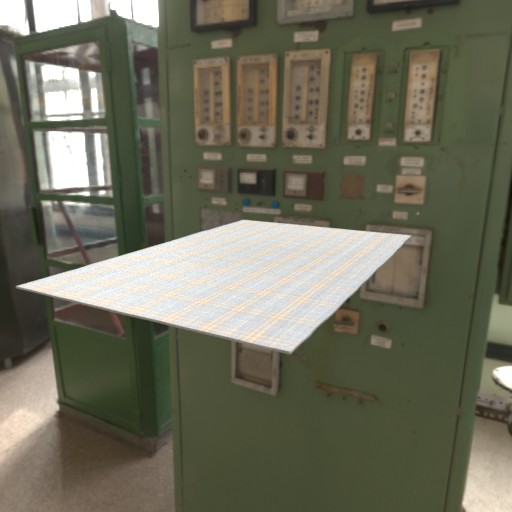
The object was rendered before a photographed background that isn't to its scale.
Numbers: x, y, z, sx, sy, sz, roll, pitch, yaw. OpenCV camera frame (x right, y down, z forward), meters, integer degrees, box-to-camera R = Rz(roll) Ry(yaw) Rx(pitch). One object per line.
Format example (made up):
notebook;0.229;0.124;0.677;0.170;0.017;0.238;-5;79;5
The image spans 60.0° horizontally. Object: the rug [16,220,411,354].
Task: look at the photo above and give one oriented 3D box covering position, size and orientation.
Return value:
rug;0.000;0.000;2.286;1.231;0.012;1.835;8;16;28
